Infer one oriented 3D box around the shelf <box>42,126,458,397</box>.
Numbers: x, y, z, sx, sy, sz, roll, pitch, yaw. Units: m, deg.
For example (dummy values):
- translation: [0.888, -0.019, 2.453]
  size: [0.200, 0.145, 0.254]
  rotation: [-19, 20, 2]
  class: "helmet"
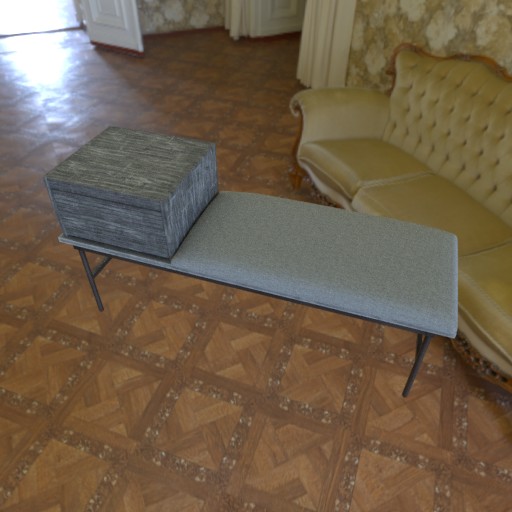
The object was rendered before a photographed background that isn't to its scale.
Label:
- translation: [0.000, 0.000, 1.616]
  size: [1.342, 0.633, 0.457]
  rotation: [13, 43, 14]
  class: "shelf"
